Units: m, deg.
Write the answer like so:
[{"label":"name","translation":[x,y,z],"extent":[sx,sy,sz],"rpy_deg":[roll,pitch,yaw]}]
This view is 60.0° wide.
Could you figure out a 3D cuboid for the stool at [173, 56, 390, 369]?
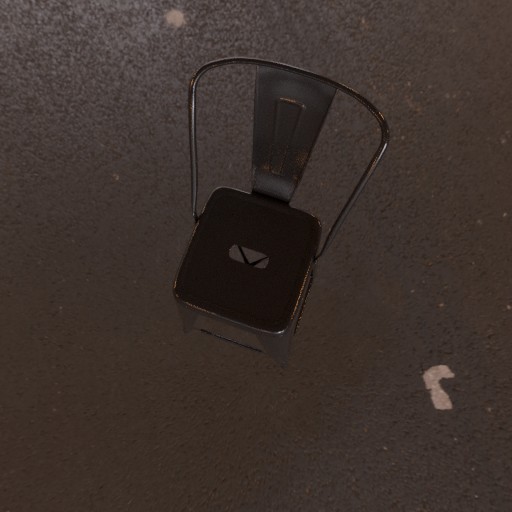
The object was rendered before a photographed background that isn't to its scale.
[{"label":"stool","translation":[0.000,0.000,1.293],"extent":[0.432,1.022,0.528],"rpy_deg":[19,76,5]}]
